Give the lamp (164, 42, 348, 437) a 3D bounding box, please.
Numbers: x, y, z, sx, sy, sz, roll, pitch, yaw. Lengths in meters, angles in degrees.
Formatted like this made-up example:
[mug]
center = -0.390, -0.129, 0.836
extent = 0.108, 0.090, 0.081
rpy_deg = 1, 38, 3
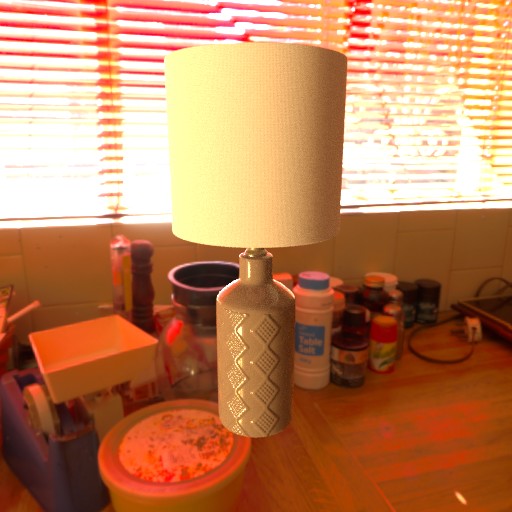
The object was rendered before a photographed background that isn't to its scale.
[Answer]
[lamp]
center = 0.000, 0.000, 0.566
extent = 0.207, 0.461, 0.207
rpy_deg = 14, 20, 43
